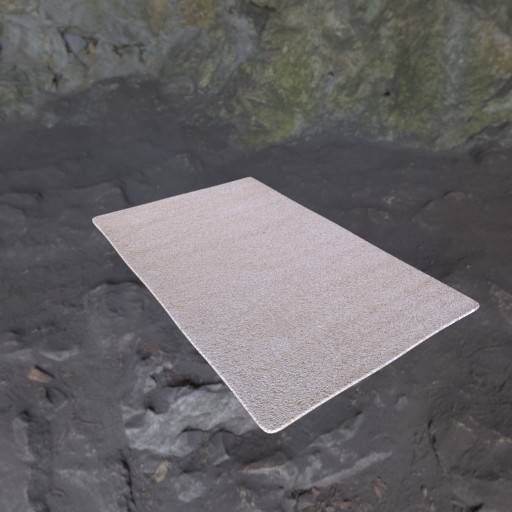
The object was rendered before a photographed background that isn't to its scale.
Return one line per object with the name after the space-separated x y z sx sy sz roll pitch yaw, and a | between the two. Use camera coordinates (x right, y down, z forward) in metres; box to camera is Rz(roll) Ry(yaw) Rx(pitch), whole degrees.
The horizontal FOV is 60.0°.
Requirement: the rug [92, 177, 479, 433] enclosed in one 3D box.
0.000 0.000 2.984 1.500 0.026 2.349 -20 37 -29 | rug
